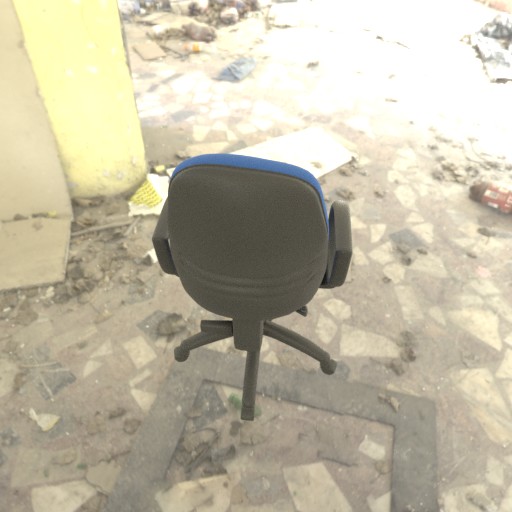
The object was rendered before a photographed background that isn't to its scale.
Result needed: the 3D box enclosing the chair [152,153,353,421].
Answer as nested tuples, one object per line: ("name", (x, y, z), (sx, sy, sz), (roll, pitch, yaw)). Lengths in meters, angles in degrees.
("chair", (0.000, 0.000, 1.227), (0.552, 0.905, 0.549), (4, 45, 4))
